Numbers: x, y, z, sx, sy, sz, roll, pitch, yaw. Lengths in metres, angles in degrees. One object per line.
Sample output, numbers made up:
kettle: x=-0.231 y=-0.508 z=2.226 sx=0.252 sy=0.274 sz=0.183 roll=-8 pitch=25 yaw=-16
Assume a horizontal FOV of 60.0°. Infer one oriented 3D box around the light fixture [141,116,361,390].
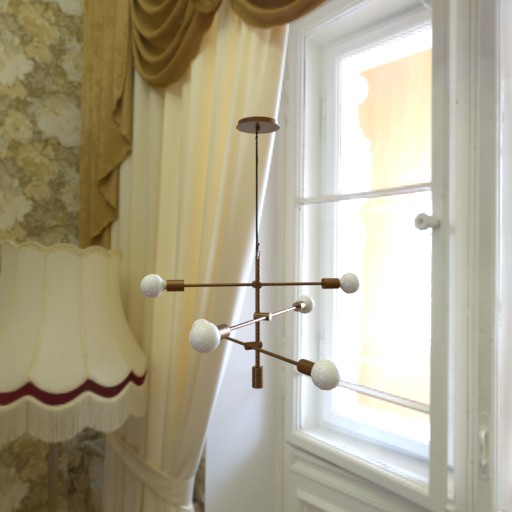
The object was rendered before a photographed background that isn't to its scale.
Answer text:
light fixture: x=0.000 y=0.000 z=1.244 sx=0.637 sy=0.744 sz=0.682 roll=0 pitch=0 yaw=-1
